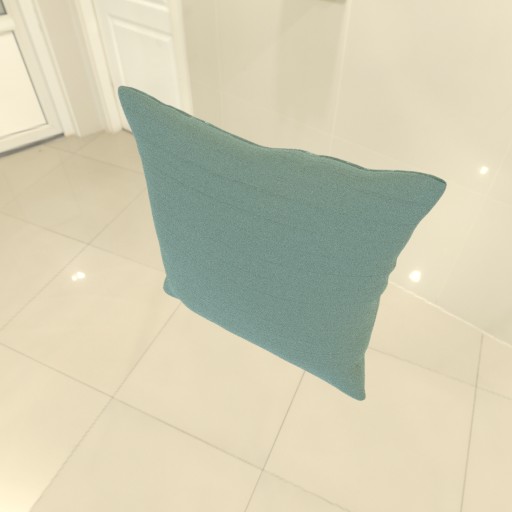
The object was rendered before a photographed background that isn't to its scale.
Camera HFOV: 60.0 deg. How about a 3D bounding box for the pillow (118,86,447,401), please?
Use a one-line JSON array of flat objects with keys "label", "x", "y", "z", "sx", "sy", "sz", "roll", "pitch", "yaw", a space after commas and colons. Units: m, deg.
[{"label": "pillow", "x": 0.000, "y": 0.000, "z": 0.716, "sx": 0.470, "sy": 0.464, "sz": 0.175, "roll": 24, "pitch": 51, "yaw": 21}]
